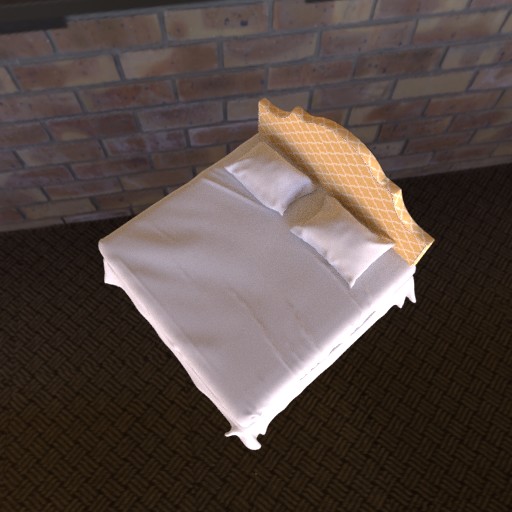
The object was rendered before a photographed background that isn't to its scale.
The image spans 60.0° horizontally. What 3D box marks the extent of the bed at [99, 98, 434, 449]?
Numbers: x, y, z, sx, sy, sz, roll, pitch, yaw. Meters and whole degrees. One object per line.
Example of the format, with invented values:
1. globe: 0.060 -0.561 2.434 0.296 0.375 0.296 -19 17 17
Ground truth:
1. bed: 0.000 0.000 3.803 2.222 1.601 2.314 -38 70 -17
